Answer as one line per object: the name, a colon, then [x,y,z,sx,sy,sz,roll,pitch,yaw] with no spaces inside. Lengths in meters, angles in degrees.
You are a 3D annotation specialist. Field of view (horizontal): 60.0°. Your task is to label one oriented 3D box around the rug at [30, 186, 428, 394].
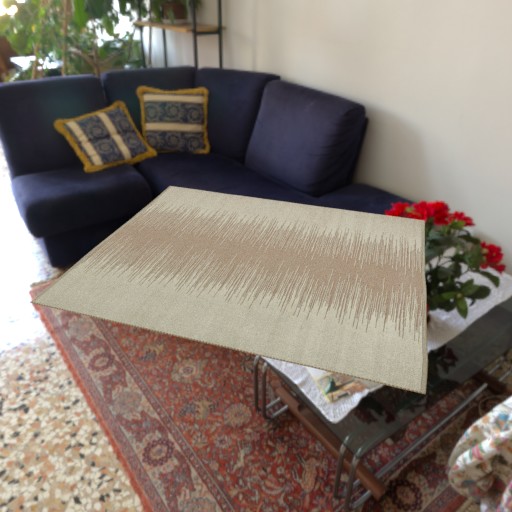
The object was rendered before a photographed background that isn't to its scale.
rug: [0.000,0.000,4.151,3.048,0.013,2.438,10,34,15]
